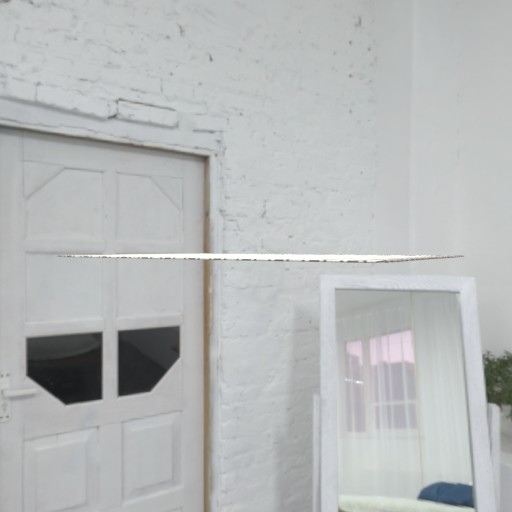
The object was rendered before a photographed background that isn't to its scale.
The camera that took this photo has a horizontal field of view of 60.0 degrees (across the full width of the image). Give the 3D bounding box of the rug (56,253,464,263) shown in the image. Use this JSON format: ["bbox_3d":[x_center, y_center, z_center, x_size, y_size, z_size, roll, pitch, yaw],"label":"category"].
[{"bbox_3d":[0.000,0.000,3.100,2.425,0.014,1.563,1,1,35],"label":"rug"}]
